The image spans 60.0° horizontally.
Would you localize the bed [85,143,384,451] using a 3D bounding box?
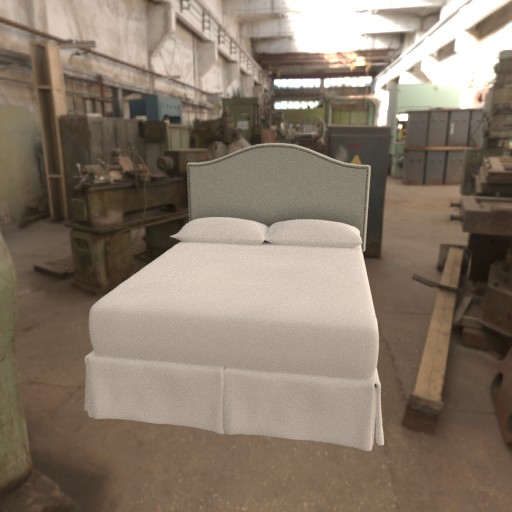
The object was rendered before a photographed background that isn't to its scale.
[{"bbox_3d":[0.000,0.000,3.373,1.813,1.607,2.180,3,16,10],"label":"bed"}]
